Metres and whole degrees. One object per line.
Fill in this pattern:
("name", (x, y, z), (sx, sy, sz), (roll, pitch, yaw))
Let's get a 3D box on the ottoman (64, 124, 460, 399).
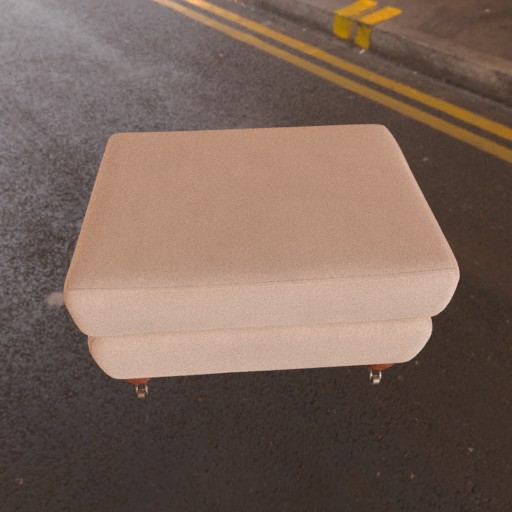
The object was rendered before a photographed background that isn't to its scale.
("ottoman", (0.000, 0.000, 1.148), (0.773, 0.499, 0.569), (-3, 47, -3))
